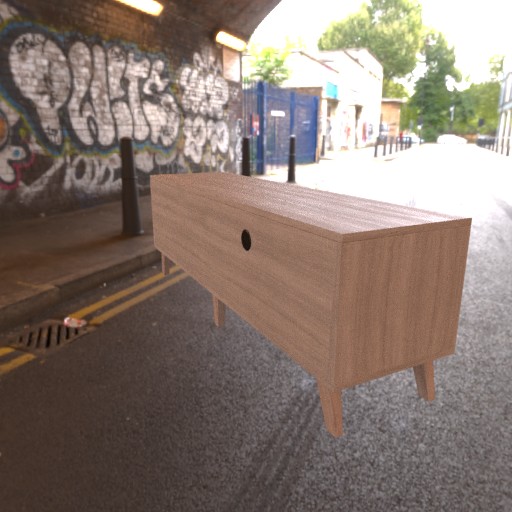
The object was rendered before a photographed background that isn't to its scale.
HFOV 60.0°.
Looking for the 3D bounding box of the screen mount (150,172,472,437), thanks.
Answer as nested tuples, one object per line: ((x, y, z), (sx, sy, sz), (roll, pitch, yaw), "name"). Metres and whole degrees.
((0.000, 0.000, 1.695), (0.401, 0.509, 1.500), (-8, 17, -27), "screen mount")
